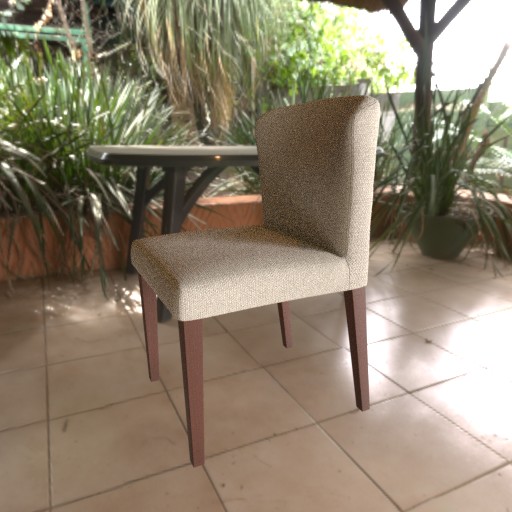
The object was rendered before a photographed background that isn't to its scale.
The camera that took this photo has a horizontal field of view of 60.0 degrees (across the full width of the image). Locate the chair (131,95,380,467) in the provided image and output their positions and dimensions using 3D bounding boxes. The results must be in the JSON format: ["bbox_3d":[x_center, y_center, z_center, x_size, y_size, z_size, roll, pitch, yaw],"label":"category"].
[{"bbox_3d":[0.000,0.000,1.208,0.589,0.839,0.491,-8,17,-25],"label":"chair"}]
